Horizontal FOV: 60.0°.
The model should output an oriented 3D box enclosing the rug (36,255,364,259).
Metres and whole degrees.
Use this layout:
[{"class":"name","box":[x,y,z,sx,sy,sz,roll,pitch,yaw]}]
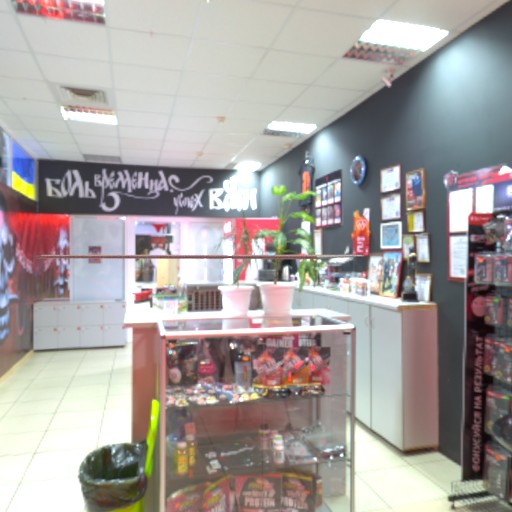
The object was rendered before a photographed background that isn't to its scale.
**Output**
[{"class":"rug","box":[0.000,0.000,1.434,0.604,0.007,1.219,0,0,17]}]
